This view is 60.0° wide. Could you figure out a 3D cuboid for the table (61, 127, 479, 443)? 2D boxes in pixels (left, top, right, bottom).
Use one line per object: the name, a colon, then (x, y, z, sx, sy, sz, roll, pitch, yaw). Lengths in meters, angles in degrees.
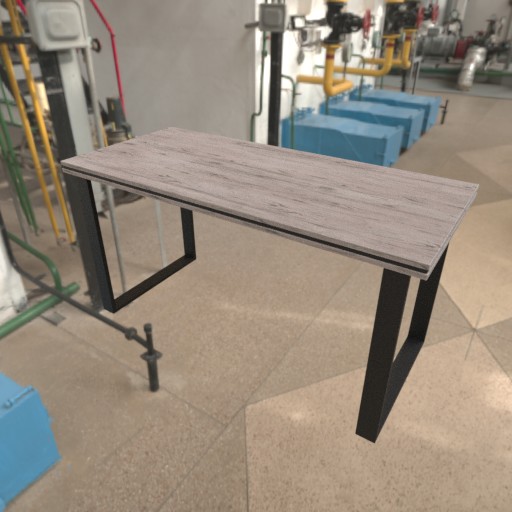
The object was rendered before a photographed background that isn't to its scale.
table: (0.000, 0.000, 2.270, 1.778, 0.899, 0.795, 18, 35, 28)
